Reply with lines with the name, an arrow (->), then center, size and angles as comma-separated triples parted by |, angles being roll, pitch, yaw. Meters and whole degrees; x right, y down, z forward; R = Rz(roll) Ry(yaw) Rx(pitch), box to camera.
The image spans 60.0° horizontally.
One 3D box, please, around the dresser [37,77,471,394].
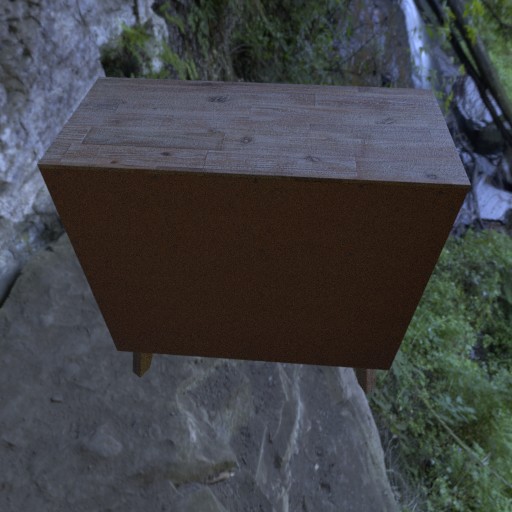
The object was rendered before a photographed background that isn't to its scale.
dresser -> 0.000, 0.000, 1.544 | 0.998, 1.029, 0.455 | 3, 47, 3
